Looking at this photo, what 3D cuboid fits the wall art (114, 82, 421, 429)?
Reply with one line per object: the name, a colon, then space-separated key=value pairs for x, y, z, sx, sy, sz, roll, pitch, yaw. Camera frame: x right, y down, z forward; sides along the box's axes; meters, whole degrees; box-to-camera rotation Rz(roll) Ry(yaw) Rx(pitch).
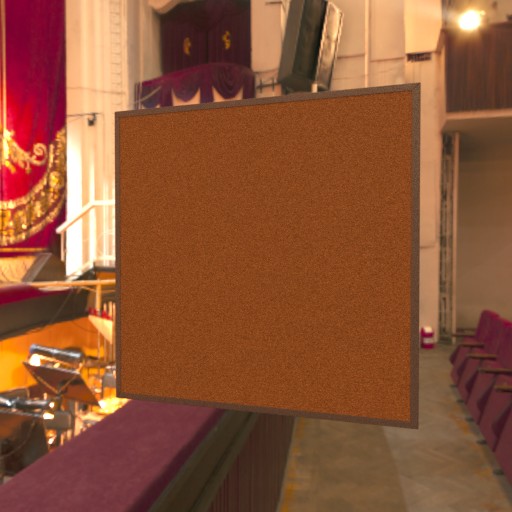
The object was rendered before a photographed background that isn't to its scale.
wall art: x=0.000 y=0.000 z=0.505 sx=0.349 sy=0.349 sz=0.028 roll=0 pitch=1 yaw=16
